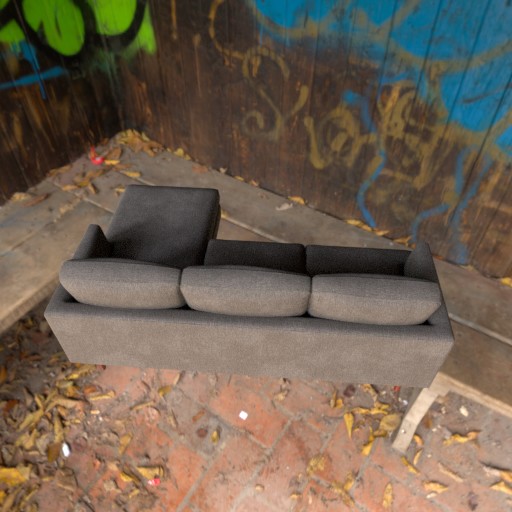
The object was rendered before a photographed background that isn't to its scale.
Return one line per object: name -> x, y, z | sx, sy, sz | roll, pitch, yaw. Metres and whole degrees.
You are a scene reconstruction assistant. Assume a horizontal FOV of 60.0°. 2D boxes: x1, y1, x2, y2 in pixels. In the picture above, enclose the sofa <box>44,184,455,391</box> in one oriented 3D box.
sofa -> 0.000, 0.000, 3.037 | 2.233, 0.956, 1.504 | 3, 46, 3
